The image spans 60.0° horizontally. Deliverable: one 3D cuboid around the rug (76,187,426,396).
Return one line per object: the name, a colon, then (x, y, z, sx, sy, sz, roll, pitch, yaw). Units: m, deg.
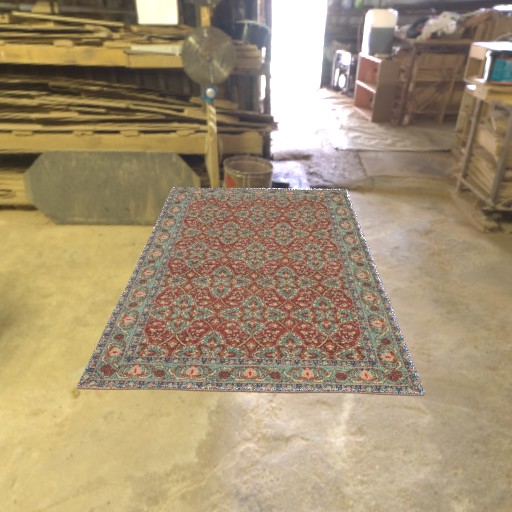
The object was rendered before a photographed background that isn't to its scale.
rug: (0.000, 0.000, 2.318, 1.219, 0.009, 1.829, 1, 31, 1)
